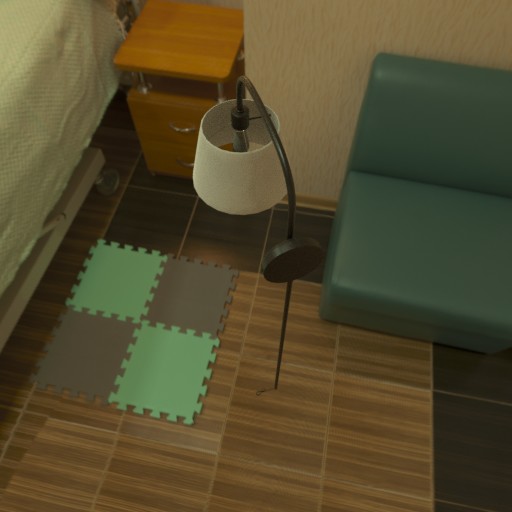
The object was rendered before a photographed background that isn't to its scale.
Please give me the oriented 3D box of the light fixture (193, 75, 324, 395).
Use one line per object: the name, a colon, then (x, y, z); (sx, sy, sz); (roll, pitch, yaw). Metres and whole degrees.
light fixture: (0.000, 0.000, 0.459); (0.092, 0.399, 0.176); (-15, 59, -9)
